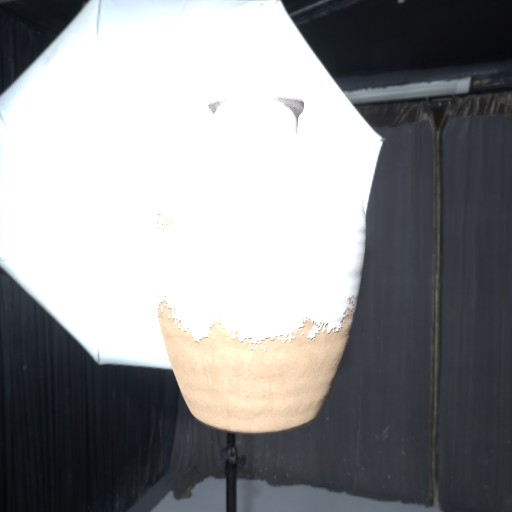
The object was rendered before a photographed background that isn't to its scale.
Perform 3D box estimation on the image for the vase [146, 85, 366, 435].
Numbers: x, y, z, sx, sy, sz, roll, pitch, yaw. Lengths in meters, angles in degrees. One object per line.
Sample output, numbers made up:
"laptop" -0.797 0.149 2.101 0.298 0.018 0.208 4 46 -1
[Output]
"vase" 0.000 0.000 0.329 0.158 0.228 0.158 0 1 0
